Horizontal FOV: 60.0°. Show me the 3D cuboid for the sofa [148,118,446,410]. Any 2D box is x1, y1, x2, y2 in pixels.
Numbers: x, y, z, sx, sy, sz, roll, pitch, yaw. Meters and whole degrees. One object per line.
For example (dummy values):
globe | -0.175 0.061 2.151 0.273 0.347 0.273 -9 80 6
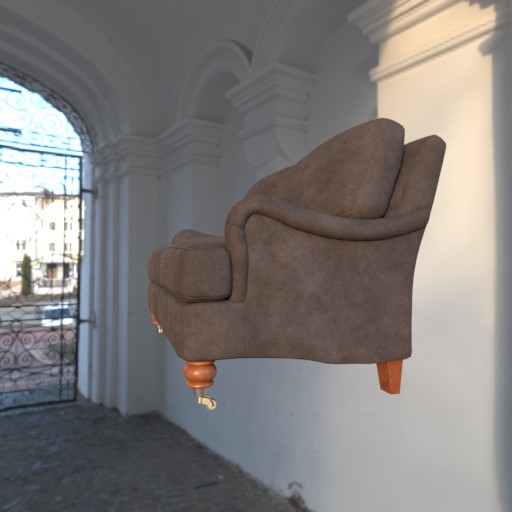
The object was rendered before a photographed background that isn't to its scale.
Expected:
sofa | 0.000 0.000 2.465 1.084 1.101 1.853 0 -1 -17
